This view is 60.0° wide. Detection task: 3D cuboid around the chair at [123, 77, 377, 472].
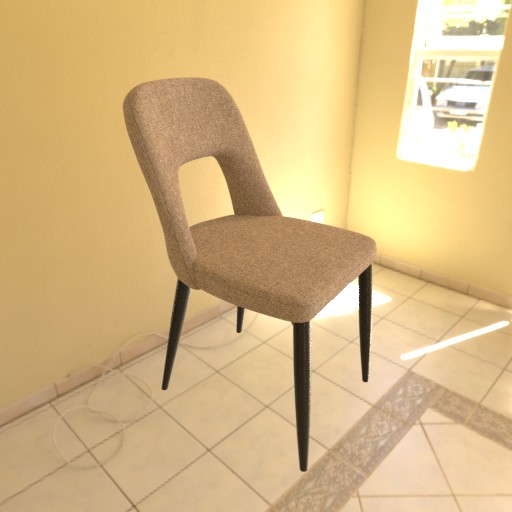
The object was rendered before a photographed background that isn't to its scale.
[{"bbox_3d":[0.000,0.000,1.272,0.612,0.931,0.470,17,30,31],"label":"chair"}]
